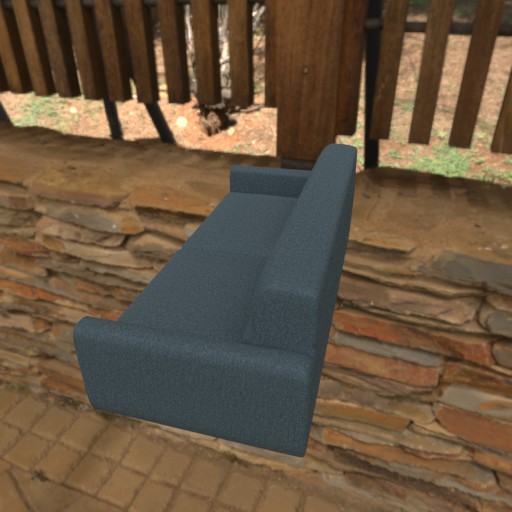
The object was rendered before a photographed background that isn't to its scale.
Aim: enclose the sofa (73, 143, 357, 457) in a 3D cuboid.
[{"bbox_3d":[0.000,0.000,2.518,0.942,0.884,2.055,8,31,13],"label":"sofa"}]
